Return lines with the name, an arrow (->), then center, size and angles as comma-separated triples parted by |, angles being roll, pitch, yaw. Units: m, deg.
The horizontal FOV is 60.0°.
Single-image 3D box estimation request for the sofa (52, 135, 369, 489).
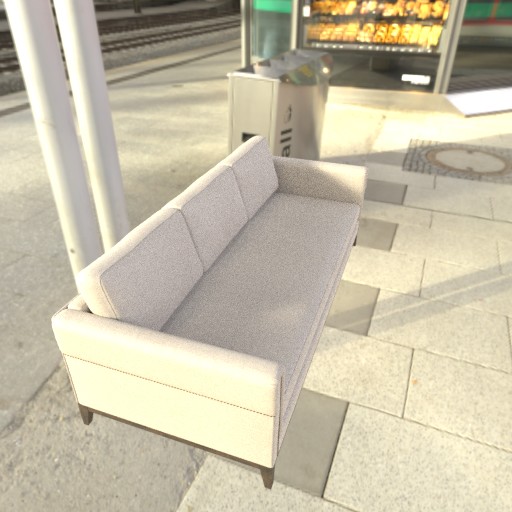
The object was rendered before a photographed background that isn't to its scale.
sofa -> 0.000, 0.000, 2.619 | 0.959, 0.838, 2.210 | 11, 33, 17
